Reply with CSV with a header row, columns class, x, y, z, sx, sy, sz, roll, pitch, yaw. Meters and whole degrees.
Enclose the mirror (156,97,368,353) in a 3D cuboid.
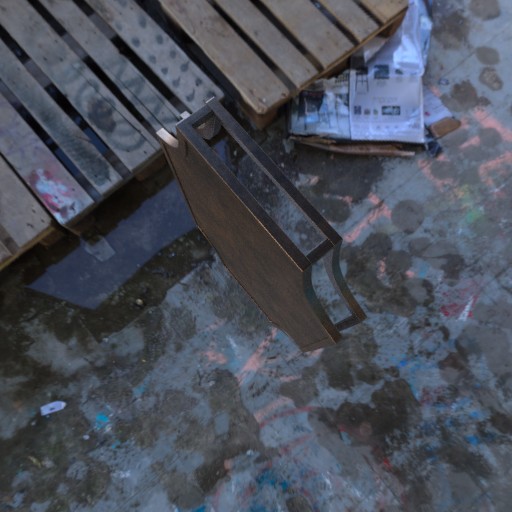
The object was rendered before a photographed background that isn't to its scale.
class,x,y,z,sx,sy,sz,roll,pitch,yaw
mirror,0.000,0.000,0.957,0.066,0.811,0.462,-39,79,-9
